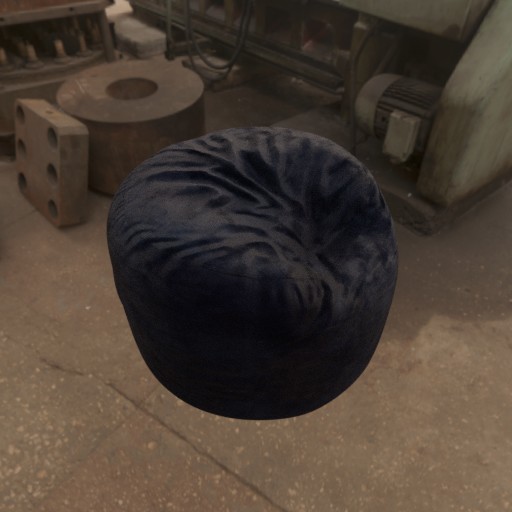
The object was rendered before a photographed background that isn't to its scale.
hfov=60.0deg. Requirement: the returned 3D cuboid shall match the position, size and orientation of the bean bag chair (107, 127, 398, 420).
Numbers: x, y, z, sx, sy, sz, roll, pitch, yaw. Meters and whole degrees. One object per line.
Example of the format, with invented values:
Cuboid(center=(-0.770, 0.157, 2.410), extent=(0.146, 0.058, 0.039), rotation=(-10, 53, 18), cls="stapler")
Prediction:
Cuboid(center=(0.000, 0.000, 1.485), extent=(0.918, 0.616, 0.918), rotation=(0, 41, 0), cls="bean bag chair")
